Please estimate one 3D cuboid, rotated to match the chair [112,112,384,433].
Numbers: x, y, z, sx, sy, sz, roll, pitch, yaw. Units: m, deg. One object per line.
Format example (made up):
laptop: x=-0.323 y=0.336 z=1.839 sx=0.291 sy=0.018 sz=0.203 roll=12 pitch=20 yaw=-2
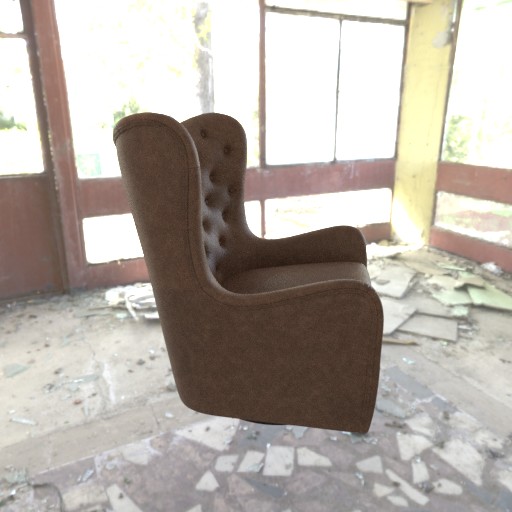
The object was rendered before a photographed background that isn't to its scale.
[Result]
chair: x=0.000 y=0.000 z=1.750 sx=0.930 sy=1.079 sz=0.831 roll=3 pitch=18 yaw=9
